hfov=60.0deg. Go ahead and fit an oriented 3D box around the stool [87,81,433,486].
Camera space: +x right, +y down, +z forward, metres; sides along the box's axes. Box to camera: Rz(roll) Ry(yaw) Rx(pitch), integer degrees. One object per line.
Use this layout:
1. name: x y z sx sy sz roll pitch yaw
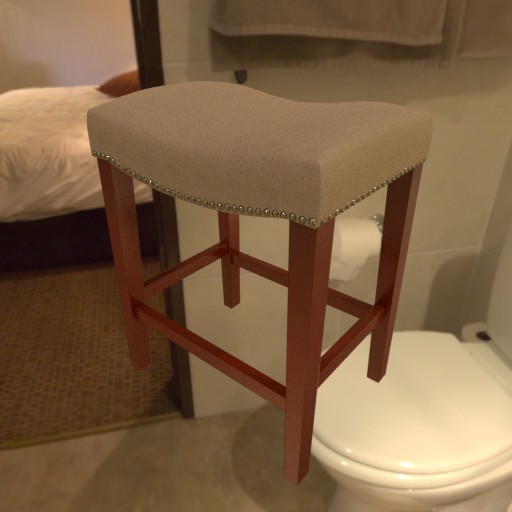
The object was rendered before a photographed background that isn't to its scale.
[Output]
1. stool: 0.000 0.000 0.917 0.509 0.632 0.375 22 36 34
